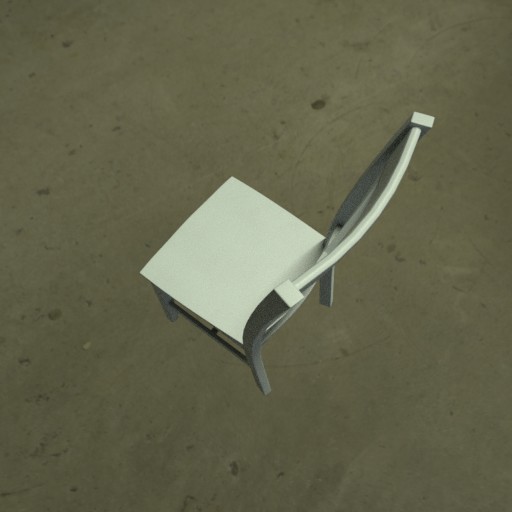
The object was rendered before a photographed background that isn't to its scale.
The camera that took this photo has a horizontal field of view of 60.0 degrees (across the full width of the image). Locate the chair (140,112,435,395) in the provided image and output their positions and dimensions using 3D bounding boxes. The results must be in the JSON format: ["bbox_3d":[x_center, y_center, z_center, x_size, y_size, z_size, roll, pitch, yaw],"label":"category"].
[{"bbox_3d":[0.000,0.000,1.265,0.542,0.983,0.485,34,68,16],"label":"chair"}]
